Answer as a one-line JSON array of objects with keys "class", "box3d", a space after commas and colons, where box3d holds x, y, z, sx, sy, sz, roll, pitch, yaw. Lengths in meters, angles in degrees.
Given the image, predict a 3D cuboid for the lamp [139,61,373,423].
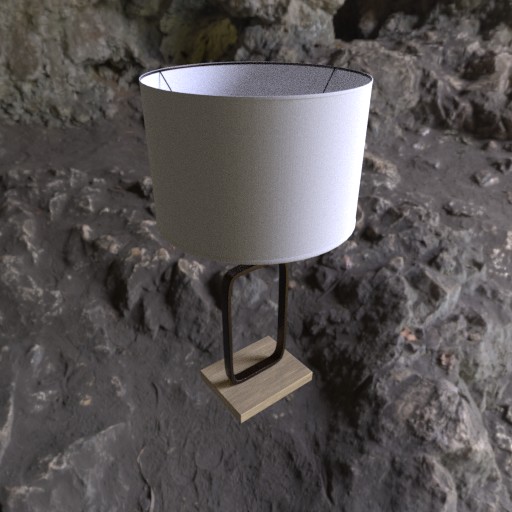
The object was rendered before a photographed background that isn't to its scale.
[{"class": "lamp", "box3d": [0.000, 0.000, 0.667, 0.279, 0.508, 0.279, -21, 36, -32]}]
